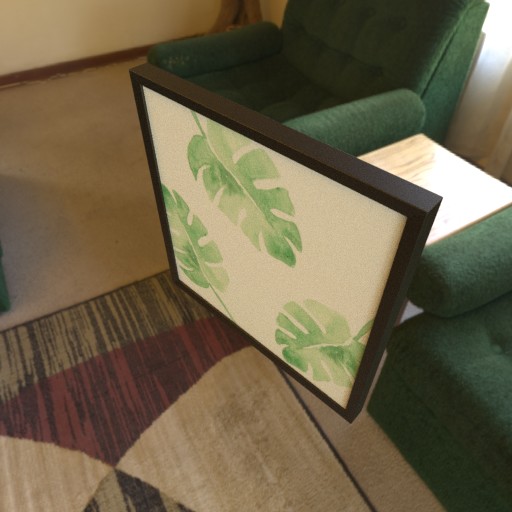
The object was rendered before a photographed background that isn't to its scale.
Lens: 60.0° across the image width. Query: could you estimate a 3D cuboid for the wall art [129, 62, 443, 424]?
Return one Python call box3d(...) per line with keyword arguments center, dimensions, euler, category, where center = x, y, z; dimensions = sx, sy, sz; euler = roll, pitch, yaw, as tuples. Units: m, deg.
box3d(center=(0.000, 0.000, 0.761), dimensions=(0.508, 0.508, 0.036), euler=(33, 55, 28), category="wall art")
